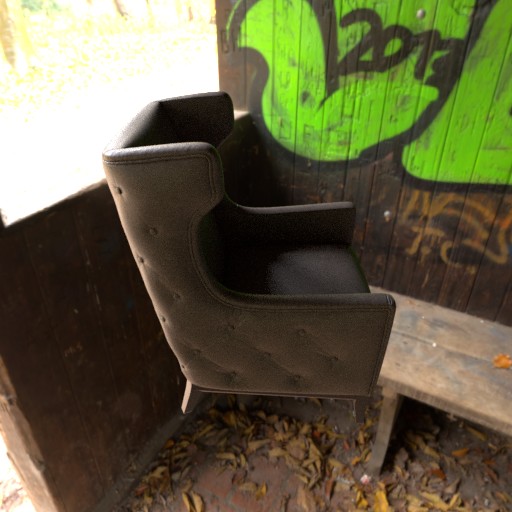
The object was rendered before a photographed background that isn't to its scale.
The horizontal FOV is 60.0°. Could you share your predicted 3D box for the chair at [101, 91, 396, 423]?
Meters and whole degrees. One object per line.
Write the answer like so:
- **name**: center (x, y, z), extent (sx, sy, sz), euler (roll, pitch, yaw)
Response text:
- **chair**: center (0.000, 0.000, 1.704), extent (0.899, 1.079, 0.769), euler (0, 32, 0)
